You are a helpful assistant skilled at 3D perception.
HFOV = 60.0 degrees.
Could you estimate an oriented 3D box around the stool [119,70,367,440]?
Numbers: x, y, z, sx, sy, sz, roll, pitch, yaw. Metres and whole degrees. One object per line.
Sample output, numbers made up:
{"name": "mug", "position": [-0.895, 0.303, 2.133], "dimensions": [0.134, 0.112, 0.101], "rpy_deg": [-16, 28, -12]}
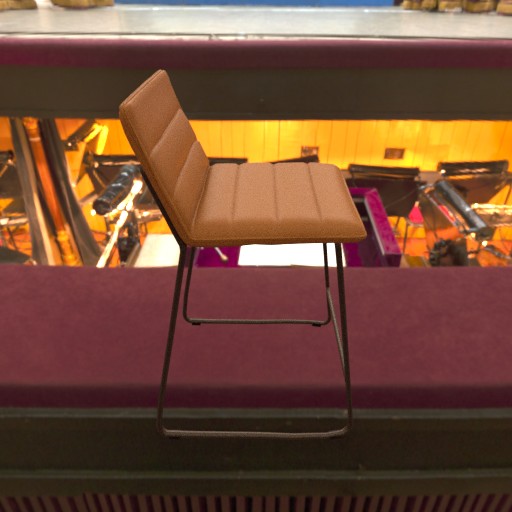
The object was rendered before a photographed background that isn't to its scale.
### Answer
{"name": "stool", "position": [0.000, 0.000, 1.167], "dimensions": [0.524, 0.866, 0.489], "rpy_deg": [0, 32, 1]}
